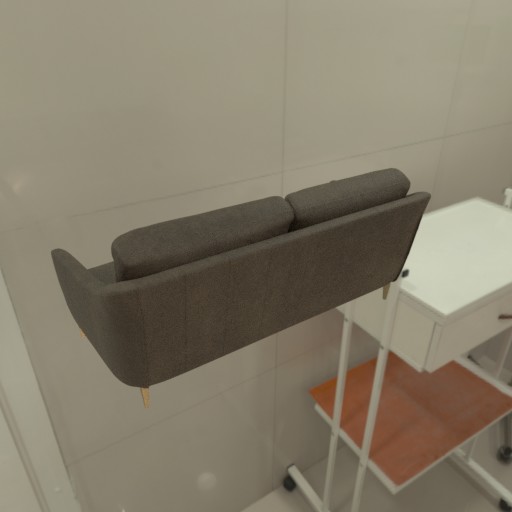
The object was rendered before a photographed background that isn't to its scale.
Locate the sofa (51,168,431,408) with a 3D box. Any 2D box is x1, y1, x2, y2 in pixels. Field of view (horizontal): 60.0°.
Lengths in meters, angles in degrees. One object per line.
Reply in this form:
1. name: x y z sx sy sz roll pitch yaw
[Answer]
1. sofa: 0.000 0.000 2.586 2.036 0.902 0.960 -18 34 -29
